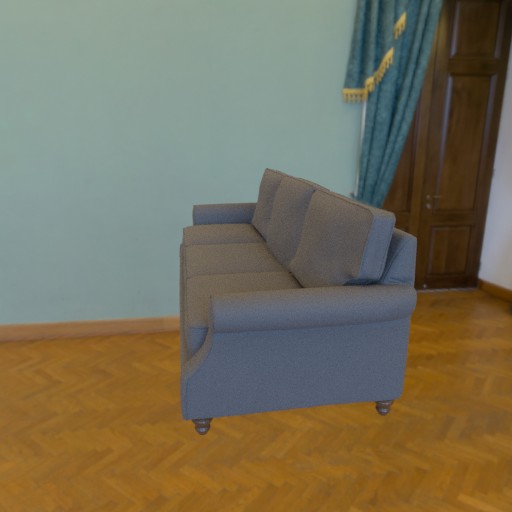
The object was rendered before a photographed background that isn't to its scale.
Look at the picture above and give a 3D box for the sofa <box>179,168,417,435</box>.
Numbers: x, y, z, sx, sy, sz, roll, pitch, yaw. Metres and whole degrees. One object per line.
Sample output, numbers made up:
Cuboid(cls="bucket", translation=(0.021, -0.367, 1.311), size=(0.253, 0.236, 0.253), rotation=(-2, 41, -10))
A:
Cuboid(cls="sofa", translation=(0.000, 0.000, 2.776), size=(0.966, 0.948, 2.353), rotation=(-3, 16, -9))
